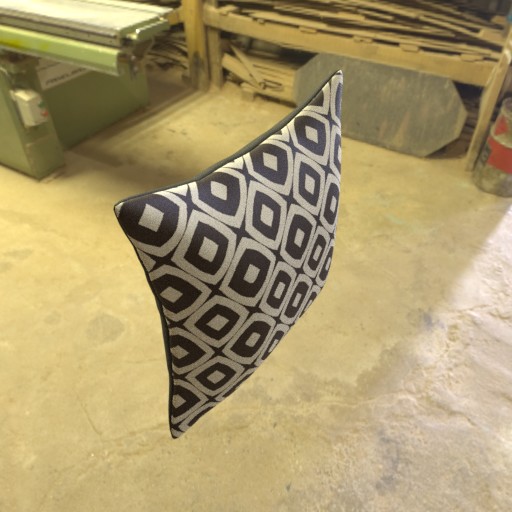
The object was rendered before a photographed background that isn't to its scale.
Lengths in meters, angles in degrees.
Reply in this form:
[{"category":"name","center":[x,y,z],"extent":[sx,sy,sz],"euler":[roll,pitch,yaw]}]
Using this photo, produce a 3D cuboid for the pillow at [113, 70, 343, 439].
[{"category":"pillow","center":[0.000,0.000,0.770],"extent":[0.188,0.494,0.504],"euler":[25,47,26]}]
